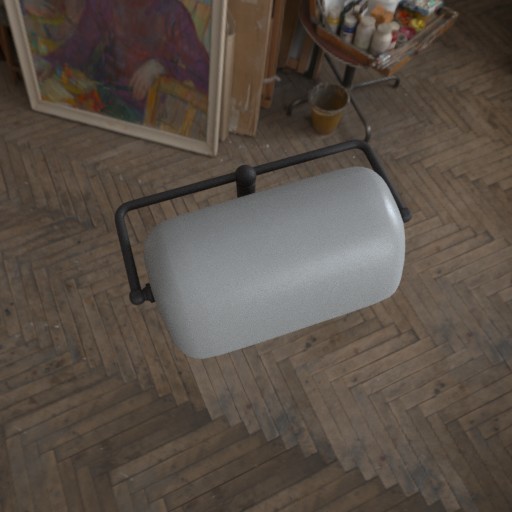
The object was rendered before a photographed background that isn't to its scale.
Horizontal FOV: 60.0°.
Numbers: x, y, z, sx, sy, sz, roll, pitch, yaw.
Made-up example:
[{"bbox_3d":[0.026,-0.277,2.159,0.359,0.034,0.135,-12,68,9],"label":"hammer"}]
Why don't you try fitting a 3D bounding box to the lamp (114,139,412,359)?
[{"bbox_3d":[0.000,0.000,0.524,0.264,0.339,0.243,-17,66,-8],"label":"lamp"}]
